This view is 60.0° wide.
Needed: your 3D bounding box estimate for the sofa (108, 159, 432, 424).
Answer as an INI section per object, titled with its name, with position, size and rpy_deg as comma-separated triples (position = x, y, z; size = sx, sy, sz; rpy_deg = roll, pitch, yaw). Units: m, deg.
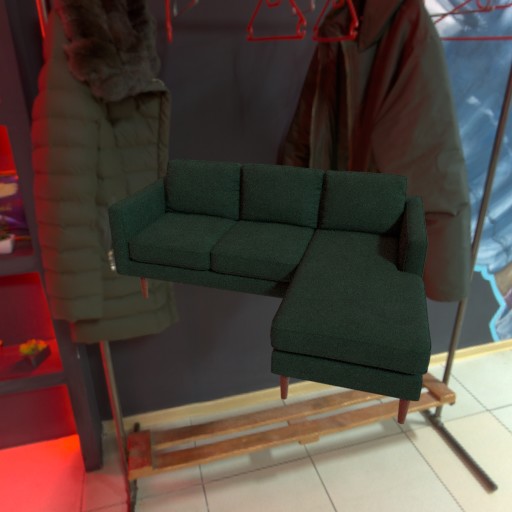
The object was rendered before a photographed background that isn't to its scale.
[sofa]
position = 0.000, 0.000, 2.827
size = 2.030, 0.899, 1.580
rpy_deg = 7, 26, 15
